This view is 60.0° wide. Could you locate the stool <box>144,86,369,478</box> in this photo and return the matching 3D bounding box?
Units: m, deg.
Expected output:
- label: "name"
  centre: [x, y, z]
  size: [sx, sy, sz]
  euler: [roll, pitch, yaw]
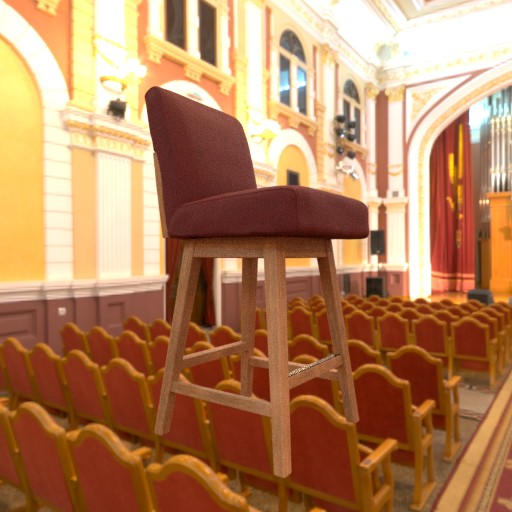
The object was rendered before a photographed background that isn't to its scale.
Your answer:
- label: "stool"
  centre: [0.000, 0.000, 1.353]
  size: [0.562, 1.038, 0.468]
  euler: [0, 0, 36]
